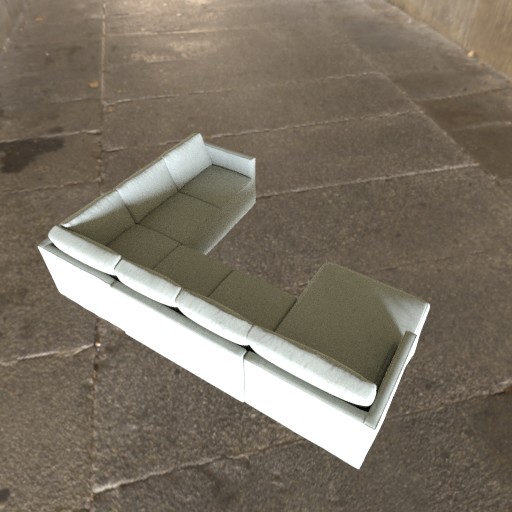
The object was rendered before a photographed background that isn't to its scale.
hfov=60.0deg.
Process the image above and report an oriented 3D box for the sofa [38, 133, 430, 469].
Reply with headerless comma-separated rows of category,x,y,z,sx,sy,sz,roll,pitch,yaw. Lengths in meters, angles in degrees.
sofa,0.000,0.000,4.484,3.434,0.869,2.440,23,49,22
